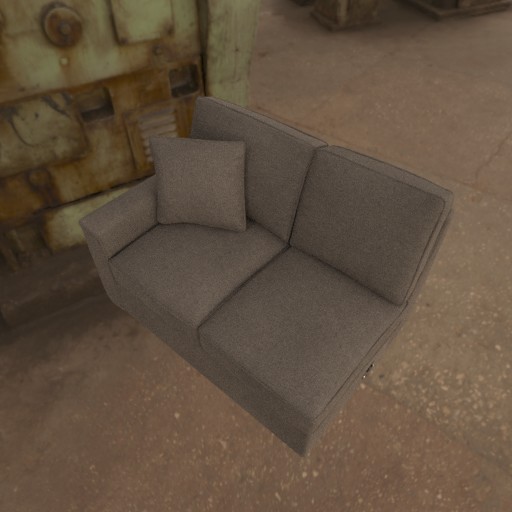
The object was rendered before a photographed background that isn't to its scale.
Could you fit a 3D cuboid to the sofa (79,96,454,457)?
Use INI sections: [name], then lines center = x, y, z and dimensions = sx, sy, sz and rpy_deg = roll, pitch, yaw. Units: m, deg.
[sofa]
center = 0.000, 0.000, 2.115
dimensions = 1.388, 0.989, 0.991
rpy_deg = 32, 54, 26
